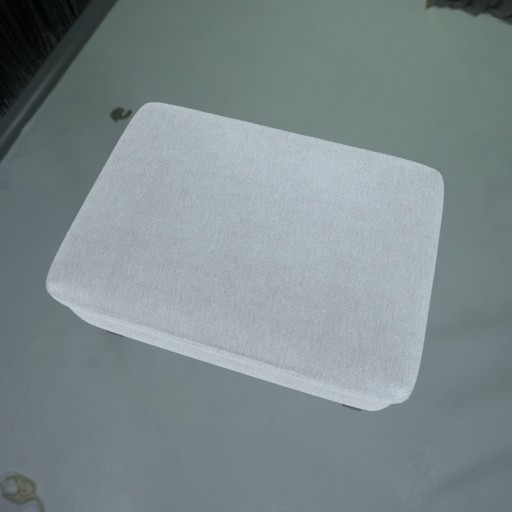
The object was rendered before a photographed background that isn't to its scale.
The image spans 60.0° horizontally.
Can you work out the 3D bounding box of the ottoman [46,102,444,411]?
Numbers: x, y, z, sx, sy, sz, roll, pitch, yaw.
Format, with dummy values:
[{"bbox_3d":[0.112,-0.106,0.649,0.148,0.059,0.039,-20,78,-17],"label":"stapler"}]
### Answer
[{"bbox_3d":[0.000,0.000,1.031,0.735,0.404,0.528,15,65,7],"label":"ottoman"}]
